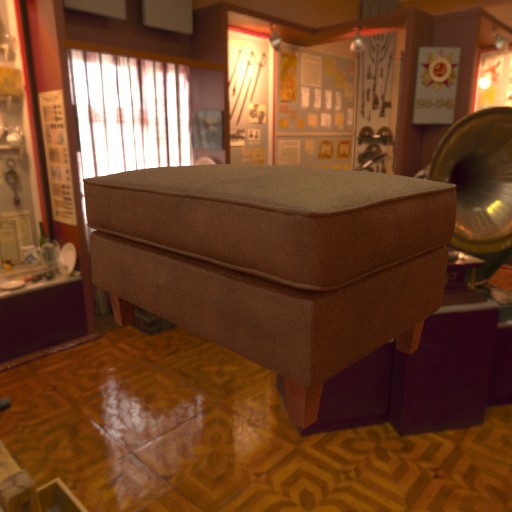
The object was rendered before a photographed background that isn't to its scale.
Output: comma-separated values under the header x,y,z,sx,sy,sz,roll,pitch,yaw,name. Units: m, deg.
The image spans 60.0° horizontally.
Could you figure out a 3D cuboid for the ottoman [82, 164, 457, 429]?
x,y,z,sx,sy,sz,roll,pitch,yaw,name
0.000,0.000,1.211,0.860,0.481,0.596,14,20,43,ottoman
